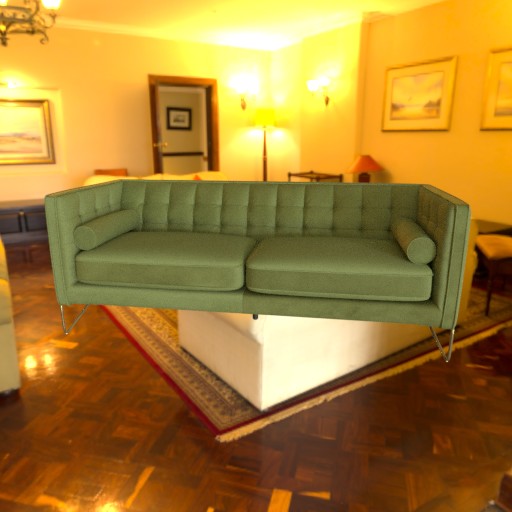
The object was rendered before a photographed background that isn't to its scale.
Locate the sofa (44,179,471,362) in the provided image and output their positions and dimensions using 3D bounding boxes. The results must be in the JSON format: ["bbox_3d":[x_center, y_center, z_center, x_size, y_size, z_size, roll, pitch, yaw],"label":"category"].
[{"bbox_3d":[0.000,0.000,2.591,2.087,0.789,0.867,2,15,9],"label":"sofa"}]
